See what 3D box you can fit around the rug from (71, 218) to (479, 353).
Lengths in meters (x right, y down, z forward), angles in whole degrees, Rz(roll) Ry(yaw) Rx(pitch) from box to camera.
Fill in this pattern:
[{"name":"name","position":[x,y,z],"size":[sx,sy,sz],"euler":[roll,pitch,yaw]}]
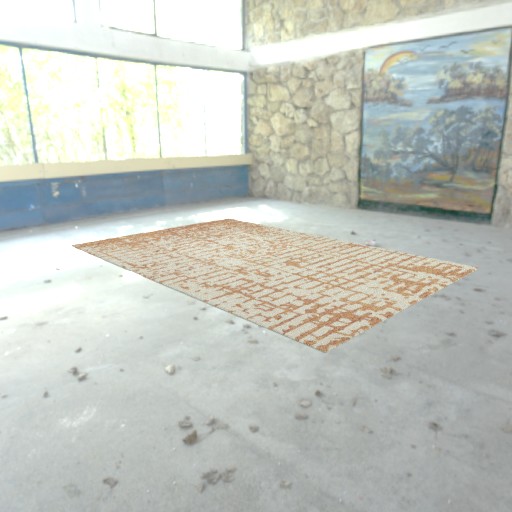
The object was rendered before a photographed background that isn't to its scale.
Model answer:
[{"name":"rug","position":[0.000,0.000,2.353],"size":[1.219,0.011,1.829],"euler":[-15,21,-43]}]
